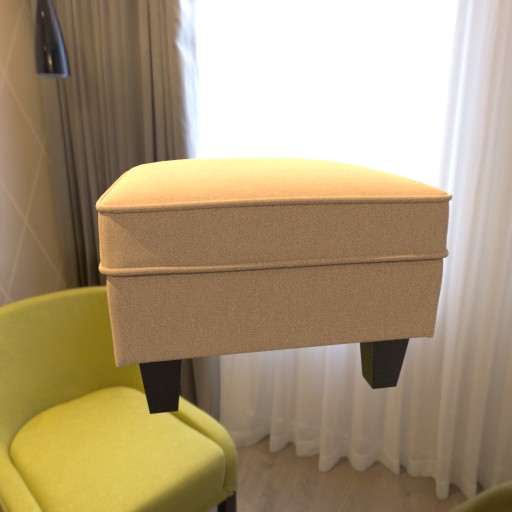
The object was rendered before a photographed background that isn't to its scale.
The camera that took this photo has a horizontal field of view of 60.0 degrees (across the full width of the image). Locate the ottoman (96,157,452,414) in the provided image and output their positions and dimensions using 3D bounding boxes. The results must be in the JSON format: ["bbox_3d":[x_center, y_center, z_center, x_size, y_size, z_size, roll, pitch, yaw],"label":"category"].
[{"bbox_3d":[0.000,0.000,1.035,0.616,0.438,0.613,-3,17,-10],"label":"ottoman"}]
